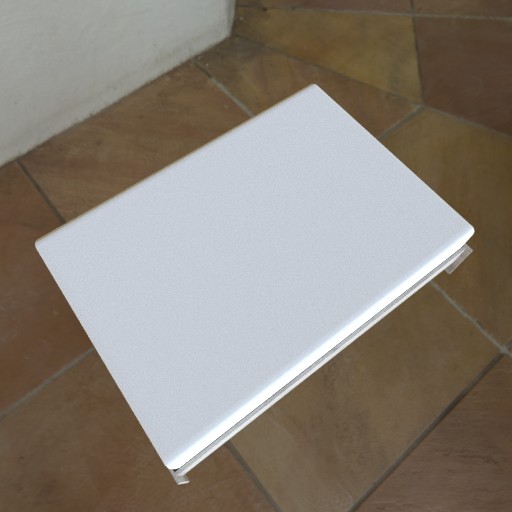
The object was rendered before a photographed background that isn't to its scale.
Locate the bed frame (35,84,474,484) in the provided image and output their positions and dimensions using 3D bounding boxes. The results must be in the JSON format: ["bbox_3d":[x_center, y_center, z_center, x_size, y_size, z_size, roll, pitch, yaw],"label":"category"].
[{"bbox_3d":[0.000,0.000,2.536,1.945,0.497,1.445,-34,69,-15],"label":"bed frame"}]
